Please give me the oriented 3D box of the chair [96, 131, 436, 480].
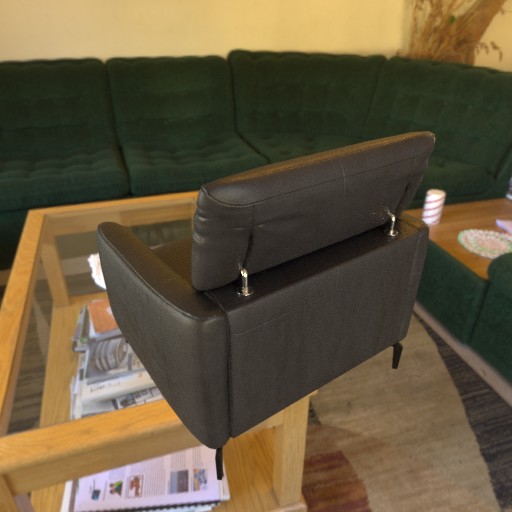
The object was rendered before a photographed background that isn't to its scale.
[{"bbox_3d":[0.000,0.000,1.616,0.976,0.949,0.809,-20,36,-30],"label":"chair"}]
